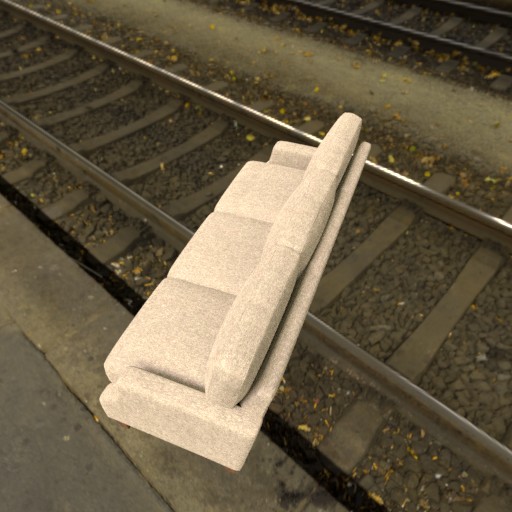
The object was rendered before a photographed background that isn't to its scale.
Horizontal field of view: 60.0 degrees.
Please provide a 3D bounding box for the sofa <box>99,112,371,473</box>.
[{"bbox_3d":[0.000,0.000,2.617,0.888,0.984,2.115,16,48,15],"label":"sofa"}]
